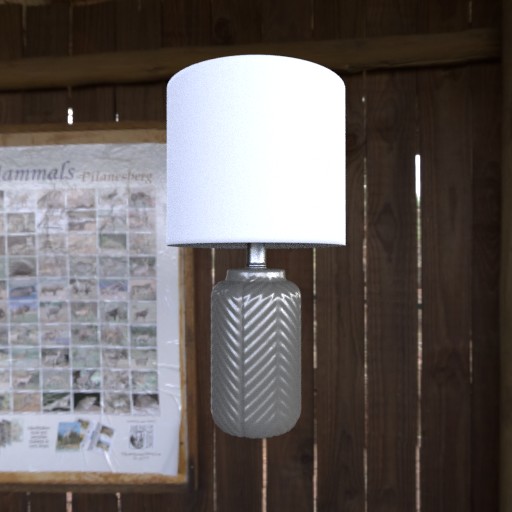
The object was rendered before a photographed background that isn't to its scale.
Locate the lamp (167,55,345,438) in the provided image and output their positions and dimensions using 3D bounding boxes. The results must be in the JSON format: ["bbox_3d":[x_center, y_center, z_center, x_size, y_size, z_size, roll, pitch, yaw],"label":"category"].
[{"bbox_3d":[0.000,0.000,0.513,0.203,0.389,0.203,0,-1,-16],"label":"lamp"}]
